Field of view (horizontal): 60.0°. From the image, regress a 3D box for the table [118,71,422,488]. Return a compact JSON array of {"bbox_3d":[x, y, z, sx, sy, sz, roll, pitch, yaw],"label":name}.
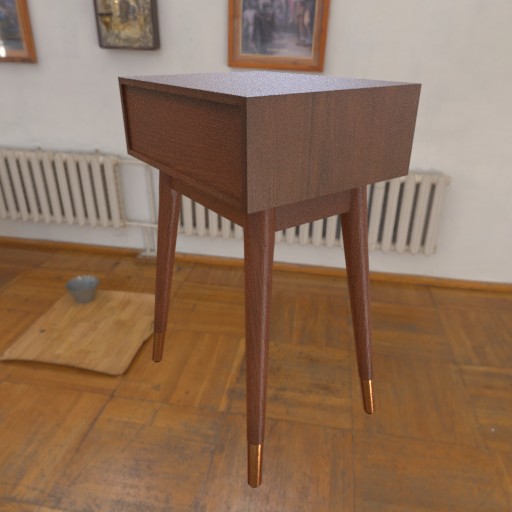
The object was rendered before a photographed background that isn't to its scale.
[{"bbox_3d":[0.000,0.000,0.808,0.300,0.599,0.406,-17,30,-31],"label":"table"}]
